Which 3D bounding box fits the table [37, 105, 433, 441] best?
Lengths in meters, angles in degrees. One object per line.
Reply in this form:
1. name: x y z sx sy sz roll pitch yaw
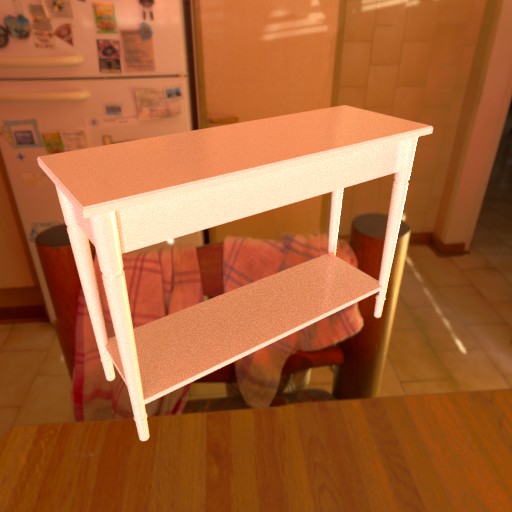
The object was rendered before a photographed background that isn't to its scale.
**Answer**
1. table: 0.000 0.000 1.422 1.067 0.749 0.381 -20 36 -30
